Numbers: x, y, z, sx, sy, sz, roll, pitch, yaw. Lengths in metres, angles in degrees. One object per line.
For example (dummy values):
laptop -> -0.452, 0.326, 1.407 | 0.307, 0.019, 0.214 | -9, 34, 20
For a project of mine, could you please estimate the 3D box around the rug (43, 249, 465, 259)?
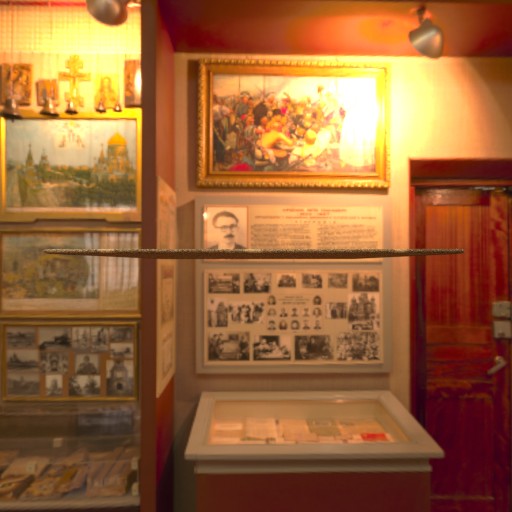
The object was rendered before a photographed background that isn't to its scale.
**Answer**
rug -> 0.000, 0.000, 3.985 | 2.399, 0.026, 3.000 | 0, -1, 1
